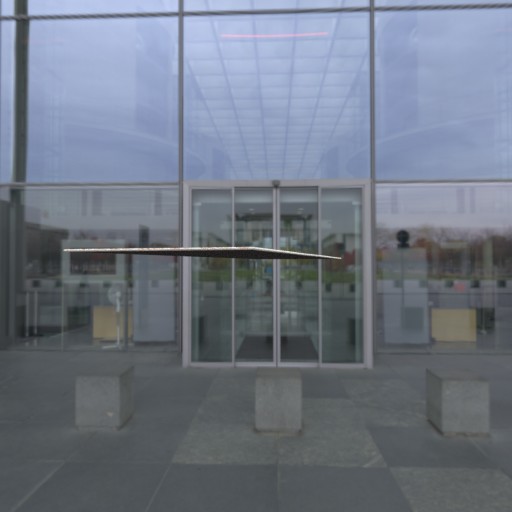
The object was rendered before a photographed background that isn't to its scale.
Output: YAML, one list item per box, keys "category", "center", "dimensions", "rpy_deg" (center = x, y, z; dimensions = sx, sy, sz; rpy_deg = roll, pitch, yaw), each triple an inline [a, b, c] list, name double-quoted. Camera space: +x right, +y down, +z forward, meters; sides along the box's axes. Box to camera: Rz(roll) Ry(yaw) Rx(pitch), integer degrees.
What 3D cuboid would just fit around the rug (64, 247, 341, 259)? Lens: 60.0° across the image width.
- category: "rug"
  center: [0.000, 0.000, 2.707]
  dimensions: [0.750, 0.009, 2.435]
  rpy_deg: [0, -1, 18]
